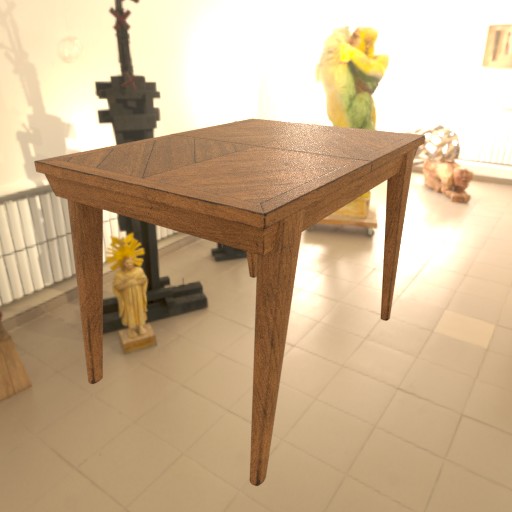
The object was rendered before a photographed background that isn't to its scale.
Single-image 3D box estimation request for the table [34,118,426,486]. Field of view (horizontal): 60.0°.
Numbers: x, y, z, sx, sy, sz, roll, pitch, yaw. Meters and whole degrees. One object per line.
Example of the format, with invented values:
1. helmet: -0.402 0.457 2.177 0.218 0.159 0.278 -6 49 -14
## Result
1. table: 0.000 0.000 1.552 0.757 0.760 1.027 16 29 31
